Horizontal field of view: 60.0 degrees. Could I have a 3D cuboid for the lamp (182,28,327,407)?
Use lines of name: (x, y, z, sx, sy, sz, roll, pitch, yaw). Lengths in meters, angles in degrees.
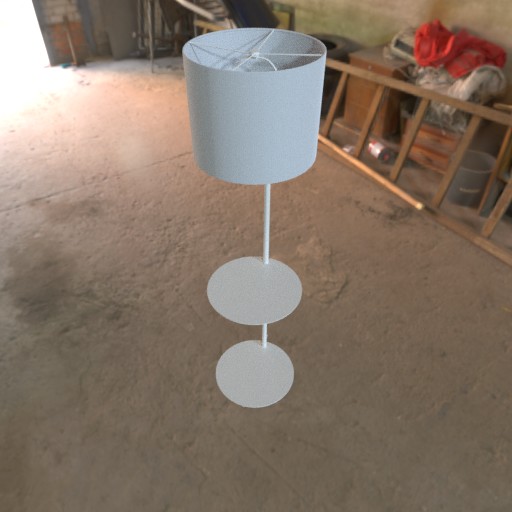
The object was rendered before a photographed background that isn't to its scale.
lamp: (0.000, 0.000, 1.644, 0.372, 1.465, 0.405, 12, 43, 13)
